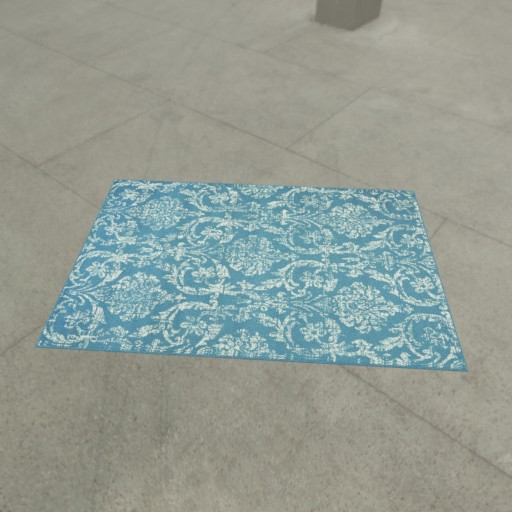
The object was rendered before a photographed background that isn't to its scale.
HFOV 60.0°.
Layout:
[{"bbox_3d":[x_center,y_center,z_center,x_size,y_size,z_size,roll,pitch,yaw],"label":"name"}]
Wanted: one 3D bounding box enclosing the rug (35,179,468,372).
[{"bbox_3d":[0.000,0.000,3.431,2.746,0.018,1.816,3,46,3],"label":"rug"}]
